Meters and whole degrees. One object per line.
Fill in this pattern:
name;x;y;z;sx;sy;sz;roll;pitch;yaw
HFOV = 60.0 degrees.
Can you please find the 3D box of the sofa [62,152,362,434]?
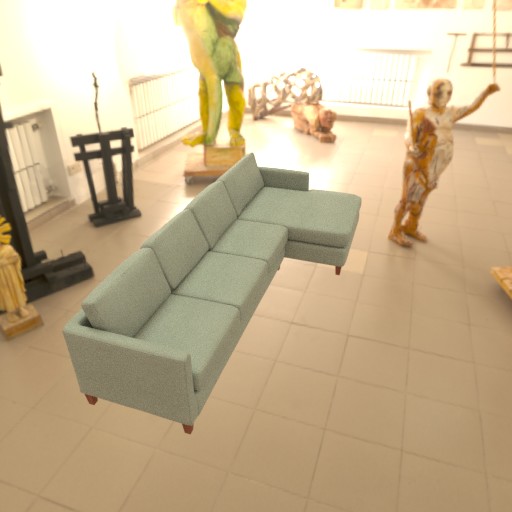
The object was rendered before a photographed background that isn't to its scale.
sofa;0.000;0.000;4.235;1.604;0.950;3.471;10;32;16
